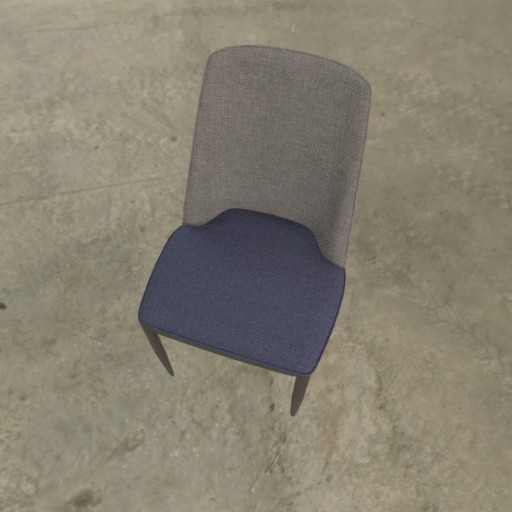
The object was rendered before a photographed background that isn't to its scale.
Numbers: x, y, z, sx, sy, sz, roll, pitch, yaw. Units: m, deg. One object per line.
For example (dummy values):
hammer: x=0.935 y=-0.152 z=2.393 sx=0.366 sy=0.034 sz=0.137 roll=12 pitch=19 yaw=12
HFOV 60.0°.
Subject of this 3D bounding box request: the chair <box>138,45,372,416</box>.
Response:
chair: x=0.000 y=0.000 z=1.167 sx=0.488 sy=0.855 sz=0.550 roll=15 pitch=58 yaw=10
